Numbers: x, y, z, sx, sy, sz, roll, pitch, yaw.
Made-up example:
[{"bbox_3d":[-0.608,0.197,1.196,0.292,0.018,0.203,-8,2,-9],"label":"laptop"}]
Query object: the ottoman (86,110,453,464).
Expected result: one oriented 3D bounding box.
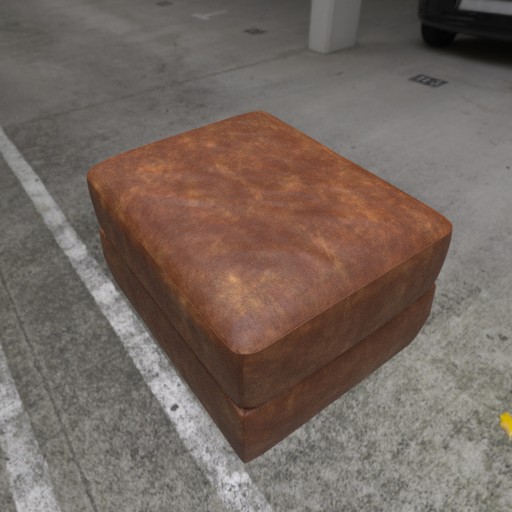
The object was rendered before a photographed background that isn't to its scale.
[{"bbox_3d":[0.000,0.000,1.170,0.603,0.476,0.751,-27,49,-26],"label":"ottoman"}]
